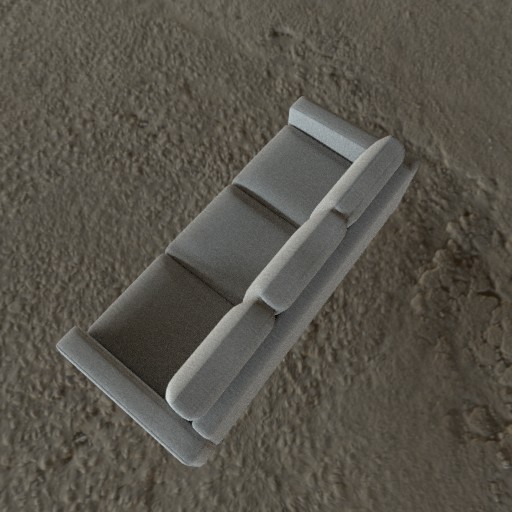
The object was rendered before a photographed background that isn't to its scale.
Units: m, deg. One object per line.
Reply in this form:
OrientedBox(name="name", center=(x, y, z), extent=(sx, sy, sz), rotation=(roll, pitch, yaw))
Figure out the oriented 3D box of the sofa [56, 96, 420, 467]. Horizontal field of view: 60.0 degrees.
OrientedBox(name="sofa", center=(0.000, 0.000, 2.561), extent=(0.900, 0.800, 2.120), rotation=(35, 69, 16))
